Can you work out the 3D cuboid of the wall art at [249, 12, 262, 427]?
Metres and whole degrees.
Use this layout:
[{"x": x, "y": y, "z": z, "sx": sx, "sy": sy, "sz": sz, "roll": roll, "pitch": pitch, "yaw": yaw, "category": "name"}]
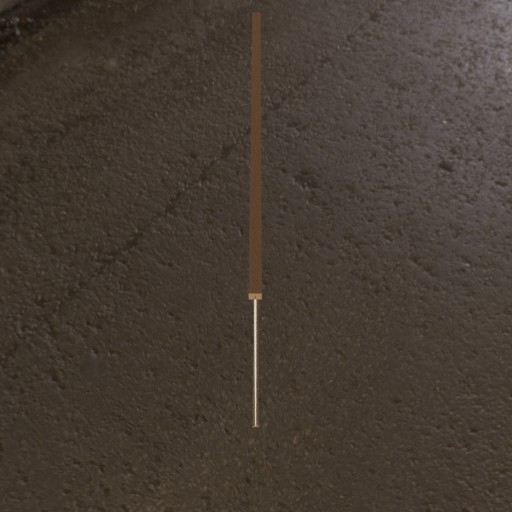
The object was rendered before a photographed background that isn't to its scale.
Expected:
[{"x": 0.000, "y": 0.000, "z": 0.784, "sx": 0.012, "sy": 0.608, "sz": 0.459, "roll": 0, "pitch": 58, "yaw": 0, "category": "wall art"}]
